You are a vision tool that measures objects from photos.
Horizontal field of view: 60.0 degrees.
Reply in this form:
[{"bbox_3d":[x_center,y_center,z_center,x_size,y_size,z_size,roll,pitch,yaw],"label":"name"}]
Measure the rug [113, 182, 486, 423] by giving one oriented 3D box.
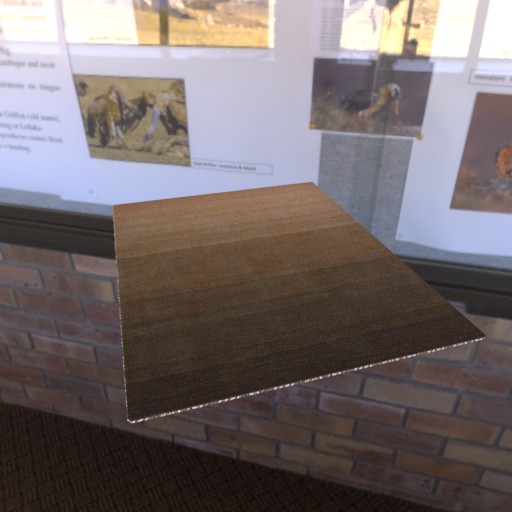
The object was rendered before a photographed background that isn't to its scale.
[{"bbox_3d":[0.000,0.000,3.808,2.305,0.017,2.902,-9,32,-15],"label":"rug"}]
